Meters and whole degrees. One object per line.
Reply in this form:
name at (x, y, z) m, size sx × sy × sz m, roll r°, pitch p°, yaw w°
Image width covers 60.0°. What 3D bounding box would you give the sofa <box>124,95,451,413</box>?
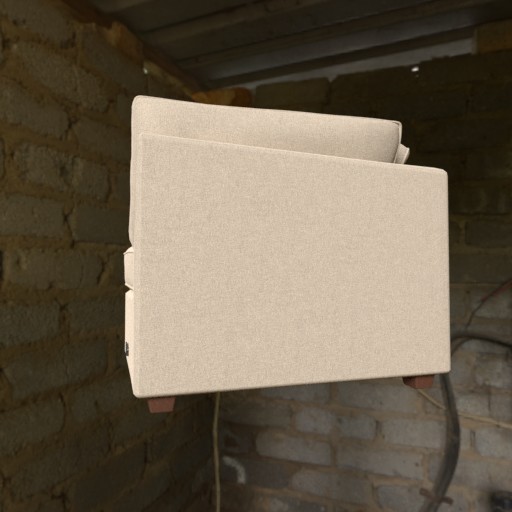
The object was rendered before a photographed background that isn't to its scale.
sofa at (0.000, 0.000, 1.833) m, size 1.042 × 0.937 × 1.050 m, roll 1°, pitch -2°, yaw -18°
